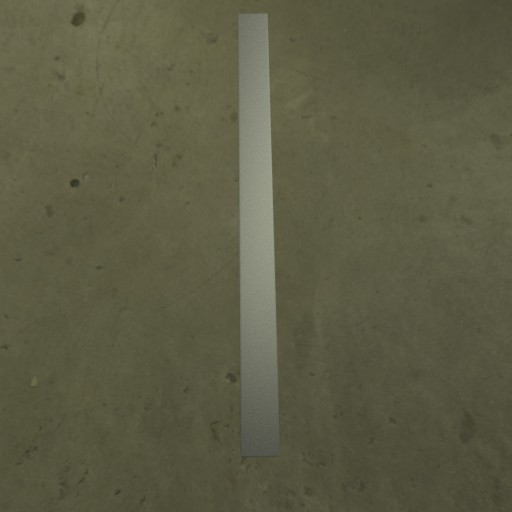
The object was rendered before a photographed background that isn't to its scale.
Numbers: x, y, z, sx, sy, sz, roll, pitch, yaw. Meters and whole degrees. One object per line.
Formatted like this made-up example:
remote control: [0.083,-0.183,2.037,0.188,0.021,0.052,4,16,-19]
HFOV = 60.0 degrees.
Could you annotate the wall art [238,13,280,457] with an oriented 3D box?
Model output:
wall art: [0.000,0.000,0.518,0.028,0.321,0.381,-1,75,0]
